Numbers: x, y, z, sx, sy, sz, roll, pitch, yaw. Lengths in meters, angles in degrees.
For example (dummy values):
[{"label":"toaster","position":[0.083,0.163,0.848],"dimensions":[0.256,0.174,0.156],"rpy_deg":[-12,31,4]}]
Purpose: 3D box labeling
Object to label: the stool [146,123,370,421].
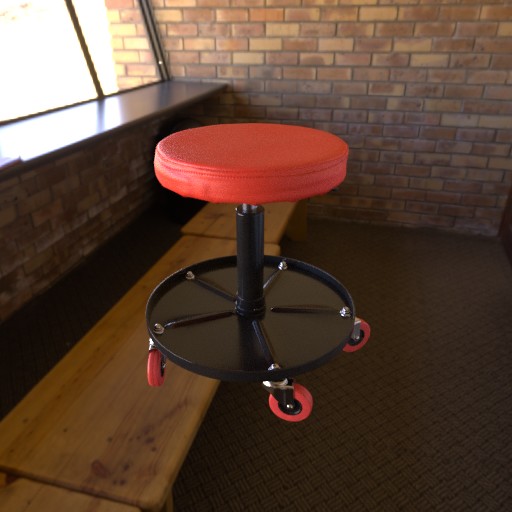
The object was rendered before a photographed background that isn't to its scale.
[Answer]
[{"label":"stool","position":[0.000,0.000,0.707],"dimensions":[0.382,0.365,0.381],"rpy_deg":[-8,29,-15]}]
